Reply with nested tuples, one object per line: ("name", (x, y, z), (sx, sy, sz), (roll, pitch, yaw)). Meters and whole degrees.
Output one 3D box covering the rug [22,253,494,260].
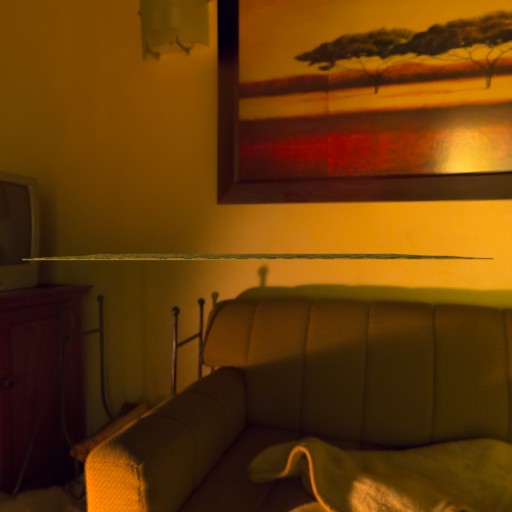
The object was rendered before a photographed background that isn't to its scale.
("rug", (0.000, 0.000, 3.045), (2.447, 0.011, 1.520), (0, 1, -2))
